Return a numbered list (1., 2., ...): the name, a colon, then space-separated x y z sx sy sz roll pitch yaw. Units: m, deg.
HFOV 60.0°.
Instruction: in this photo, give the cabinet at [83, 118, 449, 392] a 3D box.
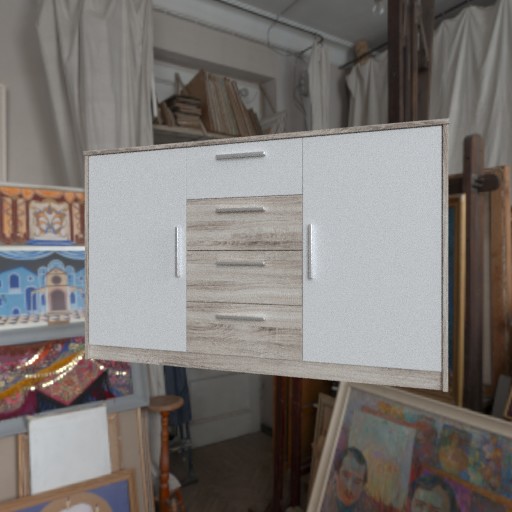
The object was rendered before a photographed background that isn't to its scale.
1. cabinet: 0.000 0.000 1.845 1.450 0.900 0.380 0 0 19
